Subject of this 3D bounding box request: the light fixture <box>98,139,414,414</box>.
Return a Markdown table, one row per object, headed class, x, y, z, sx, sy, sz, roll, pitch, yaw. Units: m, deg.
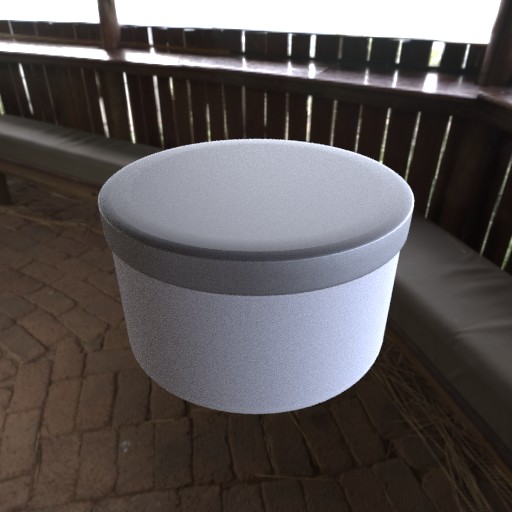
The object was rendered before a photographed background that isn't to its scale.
| class | x | y | z | sx | sy | sz | roll | pitch | yaw |
| --- | --- | --- | --- | --- | --- | --- | --- | --- | --- |
| light fixture | 0.000 | 0.000 | 0.633 | 0.393 | 0.229 | 0.393 | 0 | 31 | 0 |
